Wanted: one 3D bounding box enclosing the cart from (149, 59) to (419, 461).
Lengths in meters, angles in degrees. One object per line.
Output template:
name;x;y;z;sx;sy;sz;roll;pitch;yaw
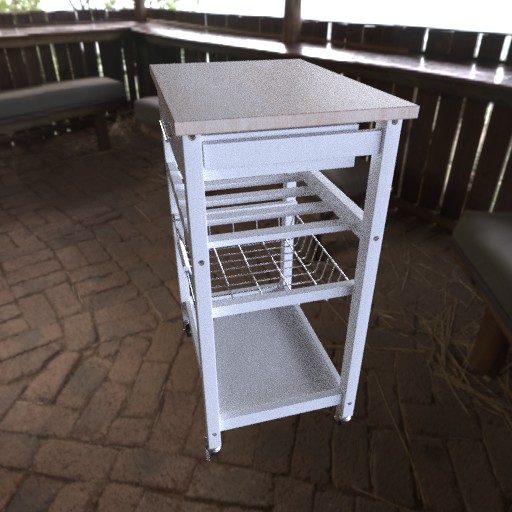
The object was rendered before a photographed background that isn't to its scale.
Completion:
cart;0.000;0.000;1.150;0.406;0.857;0.578;-8;32;-13
